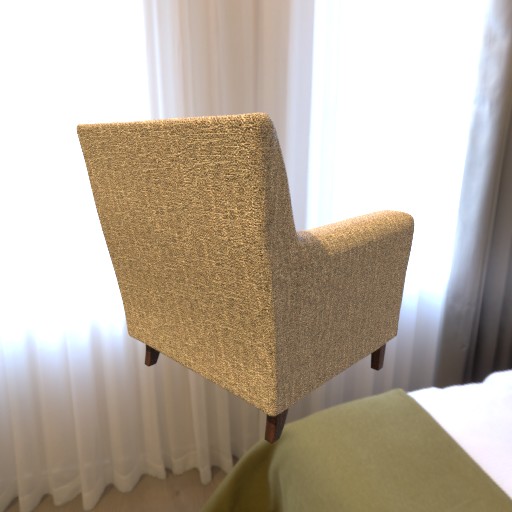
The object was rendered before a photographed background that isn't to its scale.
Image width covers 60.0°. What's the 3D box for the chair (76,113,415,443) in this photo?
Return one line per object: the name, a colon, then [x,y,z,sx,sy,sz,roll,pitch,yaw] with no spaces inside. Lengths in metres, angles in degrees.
chair: [0.000,0.000,1.614,0.864,0.928,0.873,14,20,43]
